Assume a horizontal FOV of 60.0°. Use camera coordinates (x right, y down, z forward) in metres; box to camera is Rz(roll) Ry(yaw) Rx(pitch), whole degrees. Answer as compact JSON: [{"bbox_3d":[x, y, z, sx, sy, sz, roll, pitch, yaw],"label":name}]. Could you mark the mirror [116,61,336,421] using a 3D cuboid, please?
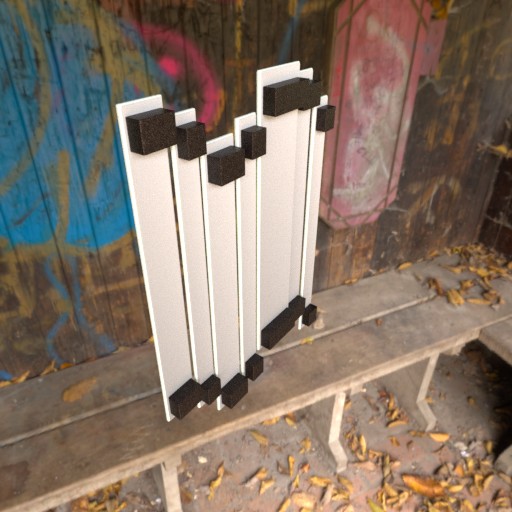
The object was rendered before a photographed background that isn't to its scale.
[{"bbox_3d":[0.000,0.000,0.782,0.058,0.611,0.445,21,38,30],"label":"mirror"}]
